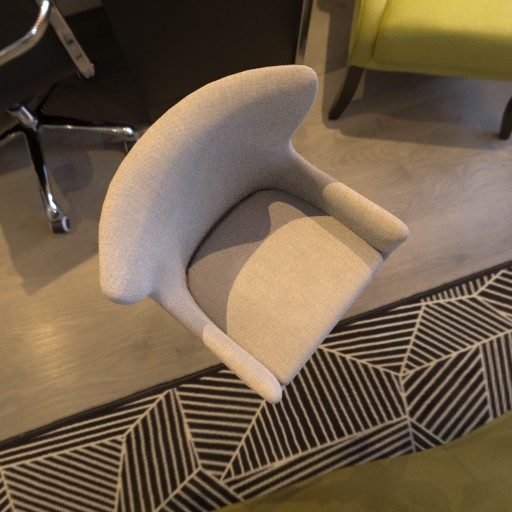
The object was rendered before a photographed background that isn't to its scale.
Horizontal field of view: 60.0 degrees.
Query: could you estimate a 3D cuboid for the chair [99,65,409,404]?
[{"bbox_3d":[0.000,0.000,1.450,0.677,0.948,0.732,39,79,9],"label":"chair"}]
